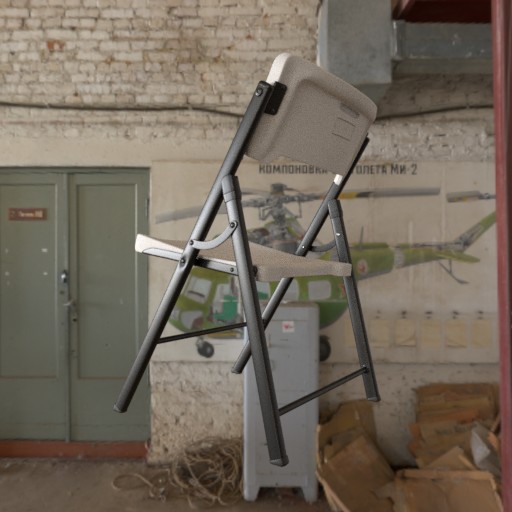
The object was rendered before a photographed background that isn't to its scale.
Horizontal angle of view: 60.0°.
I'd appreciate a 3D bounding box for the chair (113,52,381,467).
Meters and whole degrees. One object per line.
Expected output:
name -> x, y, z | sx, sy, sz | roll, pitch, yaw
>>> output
chair -> 0.000, 0.000, 1.127 | 0.577, 0.765, 0.482 | 0, 0, 37
